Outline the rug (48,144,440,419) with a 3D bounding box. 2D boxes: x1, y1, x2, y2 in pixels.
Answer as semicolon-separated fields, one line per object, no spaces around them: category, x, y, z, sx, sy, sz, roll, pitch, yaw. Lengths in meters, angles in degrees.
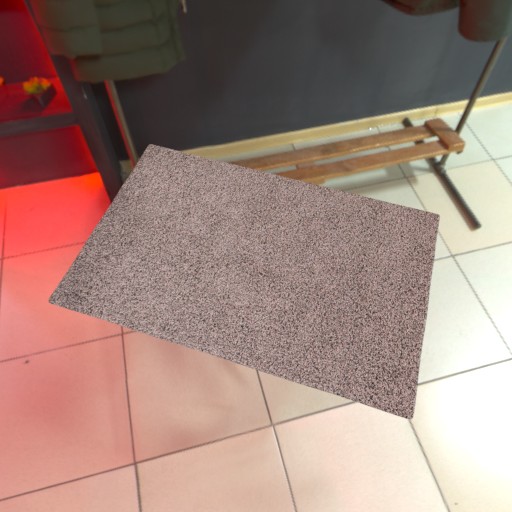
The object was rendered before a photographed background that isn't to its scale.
rug;0.000;0.000;3.578;2.743;0.030;1.778;16;59;10
